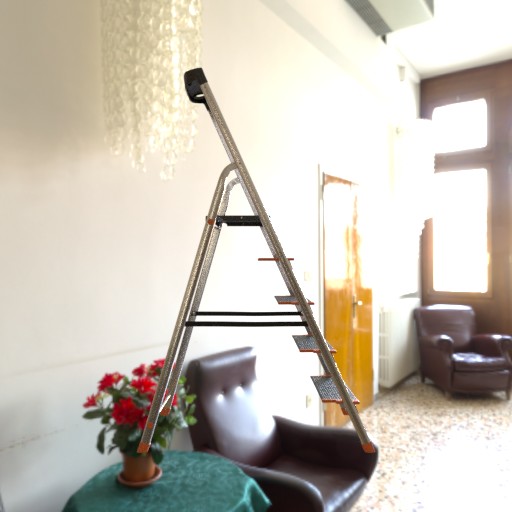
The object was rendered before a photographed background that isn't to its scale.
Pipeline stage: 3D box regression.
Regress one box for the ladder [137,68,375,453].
[{"bbox_3d":[0.000,0.000,2.095,0.995,1.646,0.480,0,-1,0],"label":"ladder"}]
